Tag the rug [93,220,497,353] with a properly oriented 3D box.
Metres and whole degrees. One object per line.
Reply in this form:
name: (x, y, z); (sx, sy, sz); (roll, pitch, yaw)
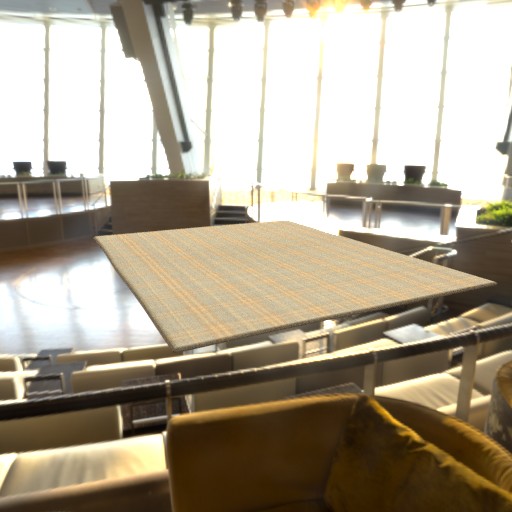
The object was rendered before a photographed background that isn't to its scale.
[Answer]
rug: (0.000, 0.000, 4.056); (2.462, 0.030, 3.066); (-7, 16, -26)
